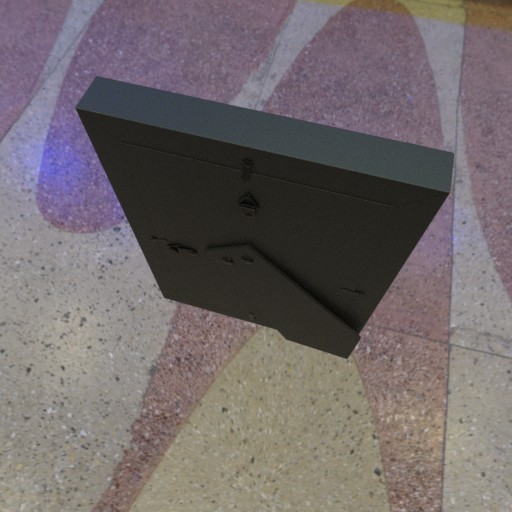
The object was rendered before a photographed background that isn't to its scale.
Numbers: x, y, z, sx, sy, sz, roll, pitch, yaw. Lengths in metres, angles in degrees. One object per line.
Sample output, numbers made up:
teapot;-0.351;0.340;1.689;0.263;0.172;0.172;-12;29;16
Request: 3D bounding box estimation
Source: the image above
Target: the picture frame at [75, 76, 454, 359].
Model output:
picture frame;0.000;0.000;0.273;0.157;0.208;0.028;15;63;8
